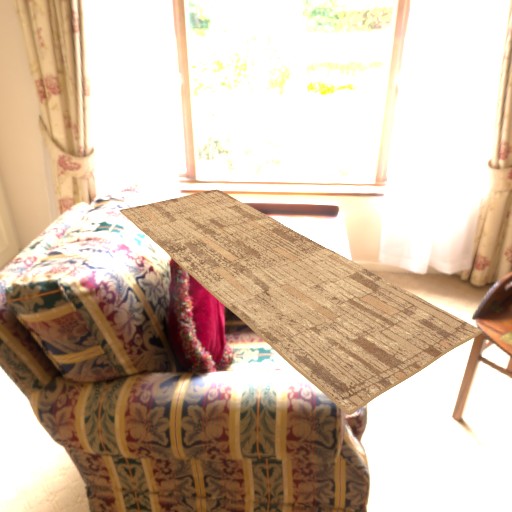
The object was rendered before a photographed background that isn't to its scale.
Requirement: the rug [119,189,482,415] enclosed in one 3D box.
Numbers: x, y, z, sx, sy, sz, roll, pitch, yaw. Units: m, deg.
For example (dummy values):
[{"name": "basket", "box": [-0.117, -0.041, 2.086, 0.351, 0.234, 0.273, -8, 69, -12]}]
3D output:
[{"name": "rug", "box": [0.000, 0.000, 2.656, 0.857, 0.018, 2.383, -18, 33, -30]}]
